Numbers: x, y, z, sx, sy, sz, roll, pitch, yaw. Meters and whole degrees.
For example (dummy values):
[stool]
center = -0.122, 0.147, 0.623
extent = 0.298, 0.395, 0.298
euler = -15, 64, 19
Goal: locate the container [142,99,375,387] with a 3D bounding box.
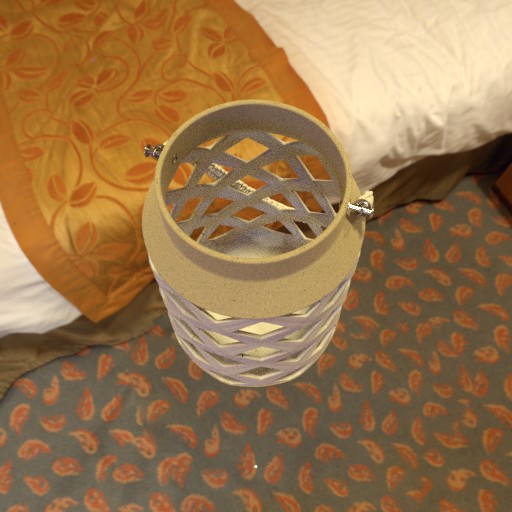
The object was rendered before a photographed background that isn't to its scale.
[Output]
[container]
center = 0.000, 0.000, 0.401
extent = 0.188, 0.264, 0.198
euler = 17, 66, 8
